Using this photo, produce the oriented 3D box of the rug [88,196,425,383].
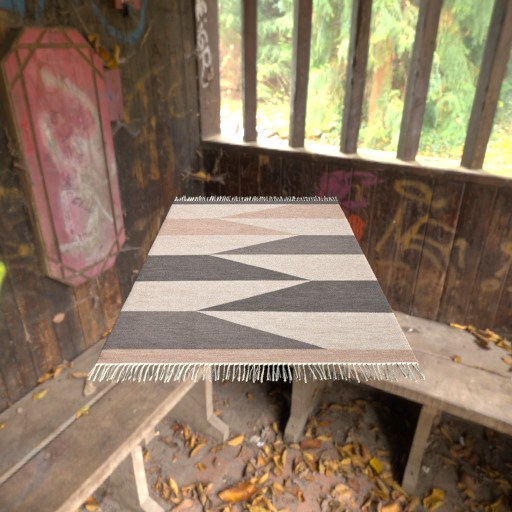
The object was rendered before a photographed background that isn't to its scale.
[{"bbox_3d":[0.000,0.000,2.489,1.224,0.027,2.021,0,27,0],"label":"rug"}]
